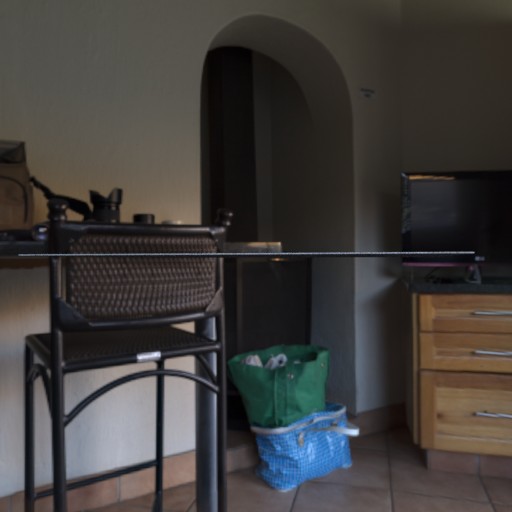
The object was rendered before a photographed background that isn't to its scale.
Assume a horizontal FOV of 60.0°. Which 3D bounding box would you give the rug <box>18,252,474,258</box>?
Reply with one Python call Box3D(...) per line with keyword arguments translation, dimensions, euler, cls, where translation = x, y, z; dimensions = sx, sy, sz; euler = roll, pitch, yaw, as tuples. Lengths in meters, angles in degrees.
Box3D(translation=(0.000, 0.000, 2.259), dimensions=(1.827, 0.005, 1.229), euler=(0, -1, 17), cls="rug")
